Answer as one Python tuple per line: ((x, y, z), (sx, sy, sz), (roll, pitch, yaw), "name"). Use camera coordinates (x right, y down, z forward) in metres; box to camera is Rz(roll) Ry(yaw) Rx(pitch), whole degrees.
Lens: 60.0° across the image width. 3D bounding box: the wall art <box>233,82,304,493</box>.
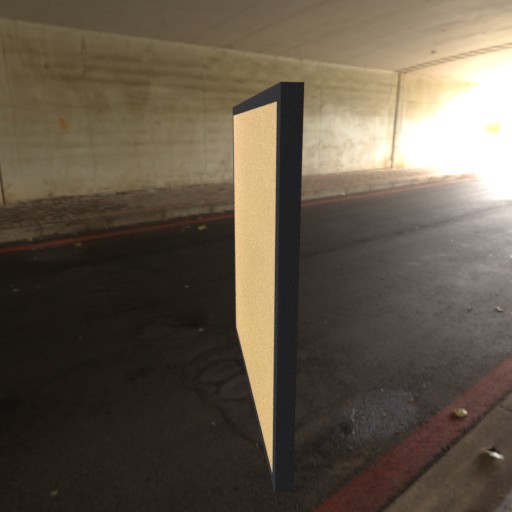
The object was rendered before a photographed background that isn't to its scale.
((0.000, 0.000, 1.137), (0.037, 0.760, 0.762), (-2, 16, -8), "wall art")
